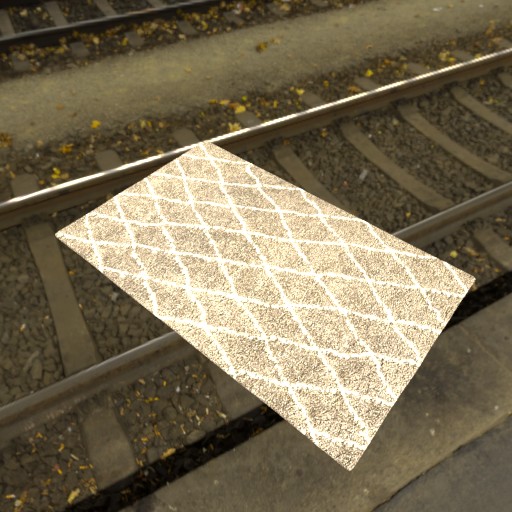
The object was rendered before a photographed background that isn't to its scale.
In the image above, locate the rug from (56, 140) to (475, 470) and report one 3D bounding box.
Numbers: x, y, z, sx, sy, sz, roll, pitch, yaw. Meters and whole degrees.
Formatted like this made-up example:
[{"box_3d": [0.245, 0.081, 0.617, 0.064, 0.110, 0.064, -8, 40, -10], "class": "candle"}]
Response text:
[{"box_3d": [0.000, 0.000, 2.998, 2.438, 0.030, 1.524, 32, 55, 25], "class": "rug"}]
